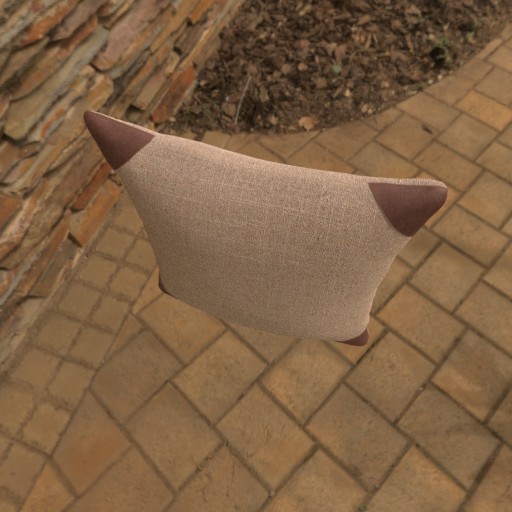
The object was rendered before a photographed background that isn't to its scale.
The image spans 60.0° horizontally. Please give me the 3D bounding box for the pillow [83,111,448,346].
[{"bbox_3d":[0.000,0.000,0.686,0.437,0.448,0.147,13,59,8],"label":"pillow"}]
